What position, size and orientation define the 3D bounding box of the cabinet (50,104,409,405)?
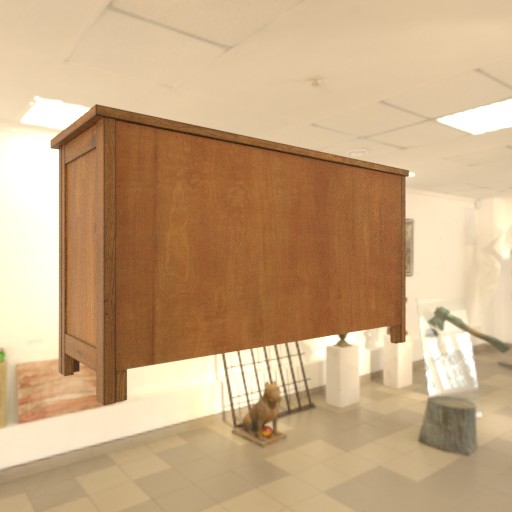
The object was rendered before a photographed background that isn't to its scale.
[{"bbox_3d":[0.000,0.000,1.831,1.474,0.813,0.480,0,0,-38],"label":"cabinet"}]
